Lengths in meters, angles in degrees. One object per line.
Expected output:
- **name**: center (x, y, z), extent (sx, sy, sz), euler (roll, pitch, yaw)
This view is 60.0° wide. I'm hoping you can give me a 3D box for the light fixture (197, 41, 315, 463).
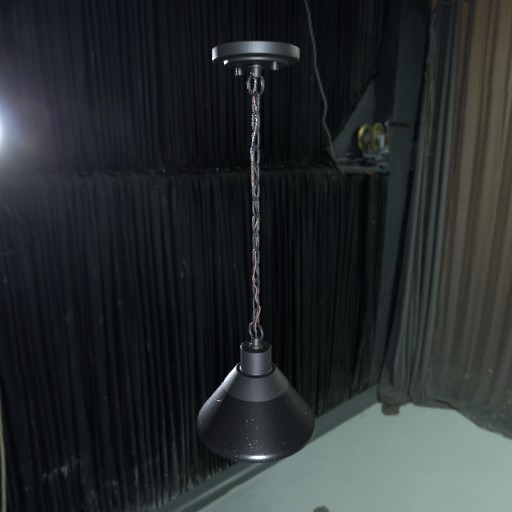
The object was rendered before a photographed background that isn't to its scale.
- **light fixture**: center (0.000, 0.000, 0.687), extent (0.201, 0.588, 0.201), euler (-14, 20, -43)
